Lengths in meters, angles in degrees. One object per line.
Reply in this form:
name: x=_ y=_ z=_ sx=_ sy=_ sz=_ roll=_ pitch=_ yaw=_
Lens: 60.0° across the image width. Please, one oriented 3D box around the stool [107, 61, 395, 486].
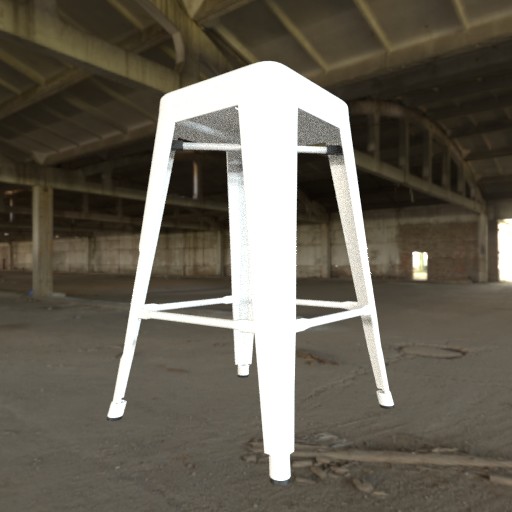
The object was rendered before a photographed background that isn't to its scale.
stool: x=0.000 y=0.000 z=0.865 sx=0.406 sy=0.610 sz=0.406 roll=0 pitch=0 yaw=38
